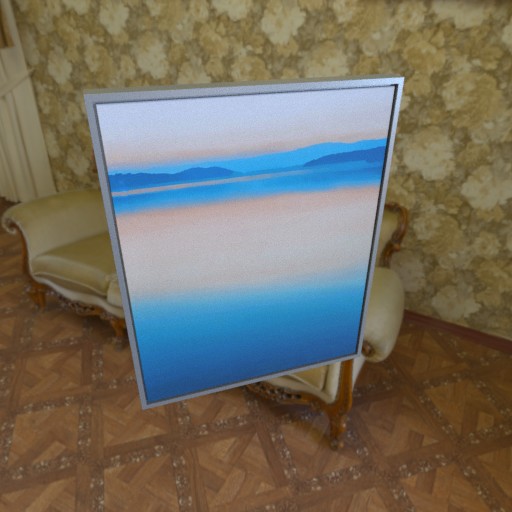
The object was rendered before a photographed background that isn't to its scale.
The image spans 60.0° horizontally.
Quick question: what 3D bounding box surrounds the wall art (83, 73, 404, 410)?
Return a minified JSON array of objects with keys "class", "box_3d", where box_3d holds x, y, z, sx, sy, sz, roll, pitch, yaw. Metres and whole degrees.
[{"class":"wall art","box_3d":[0.000,0.000,0.752,0.453,0.554,0.037,-9,31,-16]}]
